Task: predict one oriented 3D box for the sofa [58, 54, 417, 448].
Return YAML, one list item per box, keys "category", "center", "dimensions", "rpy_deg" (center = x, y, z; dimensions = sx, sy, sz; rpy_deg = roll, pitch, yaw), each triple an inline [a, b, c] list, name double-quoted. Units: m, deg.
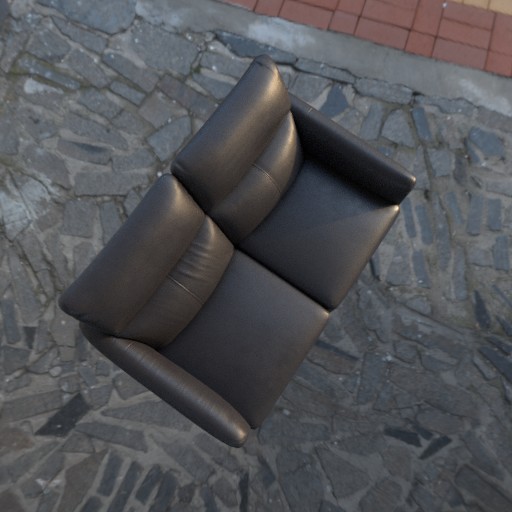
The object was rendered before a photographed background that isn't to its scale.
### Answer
- category: "sofa"
  center: [0.000, 0.000, 2.200]
  dimensions: [0.958, 0.920, 1.596]
  rpy_deg: [34, 78, 8]
